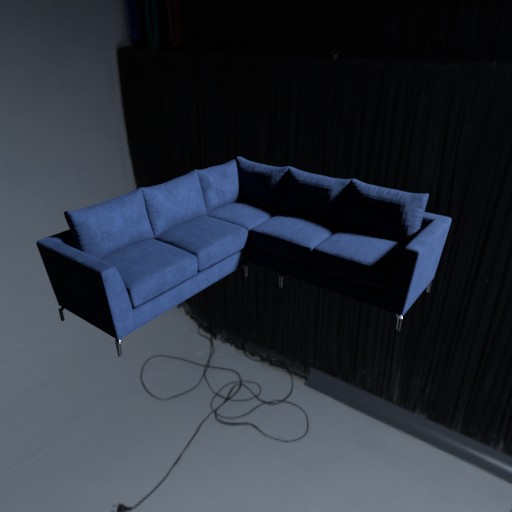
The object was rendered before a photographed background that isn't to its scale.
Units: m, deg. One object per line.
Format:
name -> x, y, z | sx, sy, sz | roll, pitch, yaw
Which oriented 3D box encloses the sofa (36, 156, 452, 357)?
sofa -> 0.000, 0.000, 3.790 | 2.463, 0.988, 2.472 | 19, 32, 33
